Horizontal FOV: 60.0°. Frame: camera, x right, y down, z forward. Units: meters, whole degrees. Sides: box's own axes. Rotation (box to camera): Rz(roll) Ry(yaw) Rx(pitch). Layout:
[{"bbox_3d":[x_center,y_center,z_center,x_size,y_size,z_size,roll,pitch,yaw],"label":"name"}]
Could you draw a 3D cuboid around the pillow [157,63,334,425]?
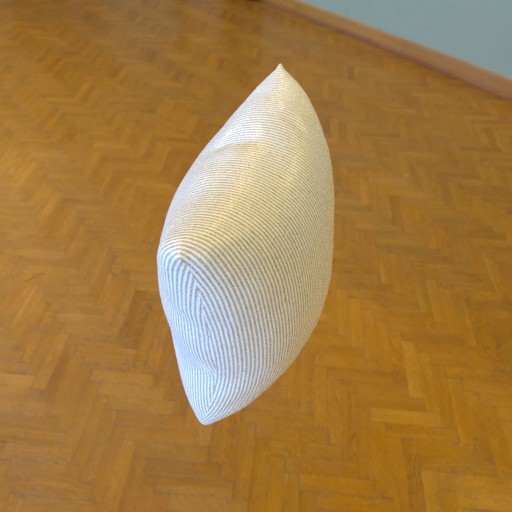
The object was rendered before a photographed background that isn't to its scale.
[{"bbox_3d":[0.000,0.000,0.704,0.387,0.432,0.310,-32,54,-27],"label":"pillow"}]
